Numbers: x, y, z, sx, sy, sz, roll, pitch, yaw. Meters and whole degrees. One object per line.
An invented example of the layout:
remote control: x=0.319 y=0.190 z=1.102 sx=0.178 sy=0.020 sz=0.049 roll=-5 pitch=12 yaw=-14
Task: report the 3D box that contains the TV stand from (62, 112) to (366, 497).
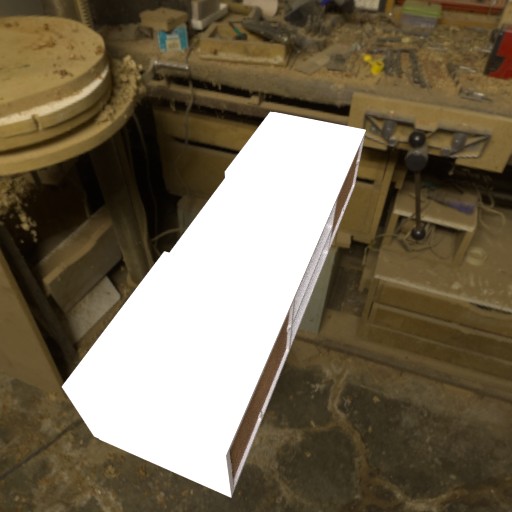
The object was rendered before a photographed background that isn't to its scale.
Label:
TV stand: x=0.000 y=0.000 z=1.541 sx=0.420 sy=0.310 sz=1.400 roll=16 pitch=48 yaw=15
